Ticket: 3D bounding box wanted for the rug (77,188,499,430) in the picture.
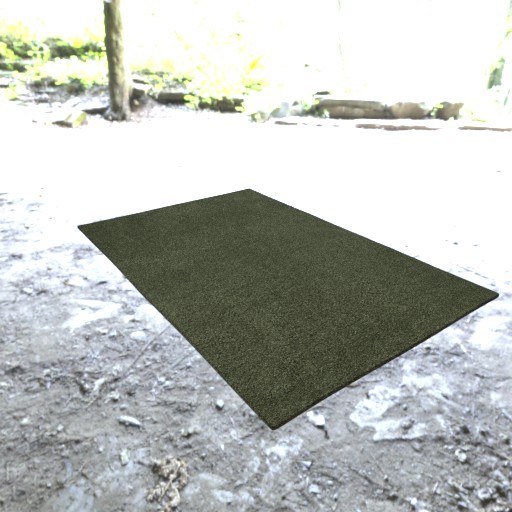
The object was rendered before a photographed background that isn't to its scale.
[{"bbox_3d":[0.000,0.000,3.268,1.802,0.026,2.699,-18,31,-32],"label":"rug"}]
